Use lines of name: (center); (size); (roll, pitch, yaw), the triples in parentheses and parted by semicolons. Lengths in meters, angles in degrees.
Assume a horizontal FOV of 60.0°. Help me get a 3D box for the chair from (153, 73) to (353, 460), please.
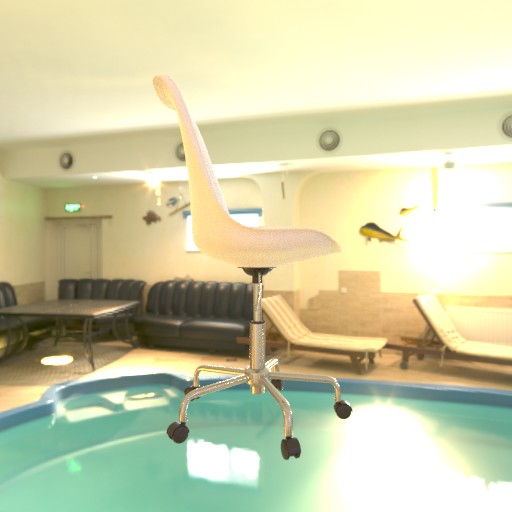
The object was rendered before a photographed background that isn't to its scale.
chair: (0.000, 0.000, 1.266); (0.550, 0.930, 0.550); (0, 1, 0)
